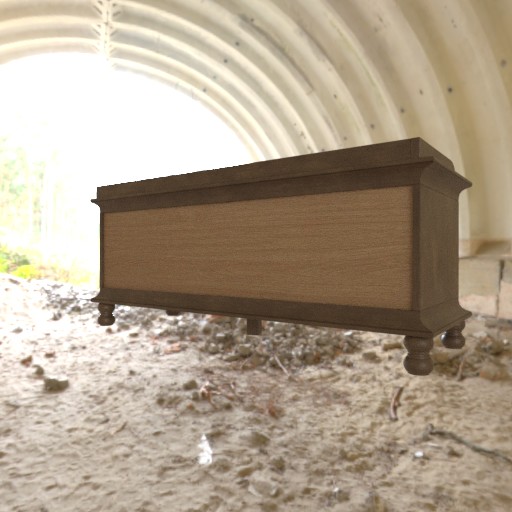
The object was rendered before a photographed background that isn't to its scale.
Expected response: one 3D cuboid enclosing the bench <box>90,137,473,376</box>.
[{"bbox_3d":[0.000,0.000,1.409,1.185,0.501,0.402,0,0,36],"label":"bench"}]
